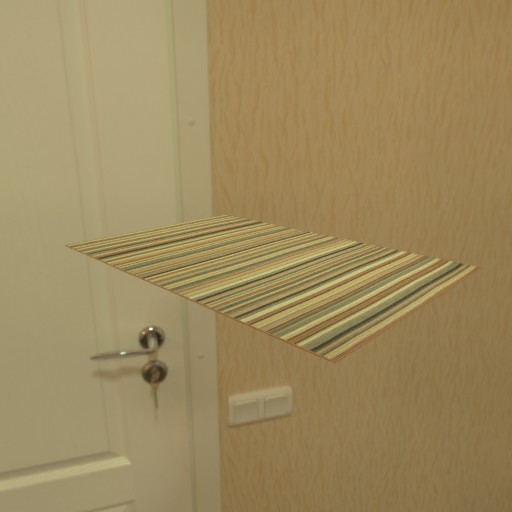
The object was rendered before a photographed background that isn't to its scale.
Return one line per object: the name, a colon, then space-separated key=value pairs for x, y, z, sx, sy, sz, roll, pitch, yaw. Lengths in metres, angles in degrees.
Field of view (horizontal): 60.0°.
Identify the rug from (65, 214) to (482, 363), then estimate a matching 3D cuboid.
rug: x=0.000 y=0.000 z=2.310 sx=1.829 sy=0.008 sz=1.219 roll=16 pitch=23 yaw=42
